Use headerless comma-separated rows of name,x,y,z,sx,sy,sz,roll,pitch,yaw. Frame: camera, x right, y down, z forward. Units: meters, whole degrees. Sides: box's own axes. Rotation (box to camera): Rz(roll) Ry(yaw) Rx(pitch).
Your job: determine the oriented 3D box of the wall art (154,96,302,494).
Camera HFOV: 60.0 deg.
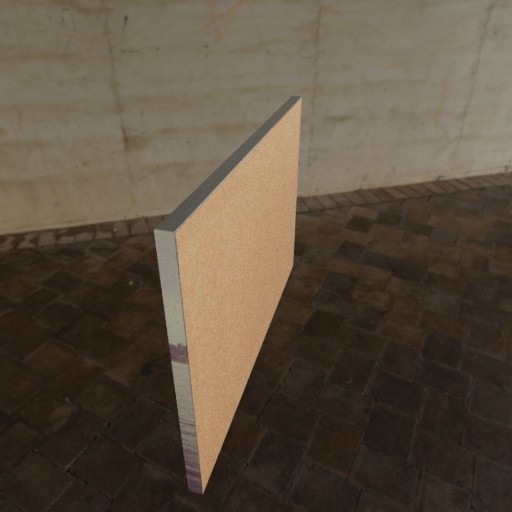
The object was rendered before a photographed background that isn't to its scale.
wall art,0.000,0.000,0.761,0.021,0.410,0.615,8,32,13
